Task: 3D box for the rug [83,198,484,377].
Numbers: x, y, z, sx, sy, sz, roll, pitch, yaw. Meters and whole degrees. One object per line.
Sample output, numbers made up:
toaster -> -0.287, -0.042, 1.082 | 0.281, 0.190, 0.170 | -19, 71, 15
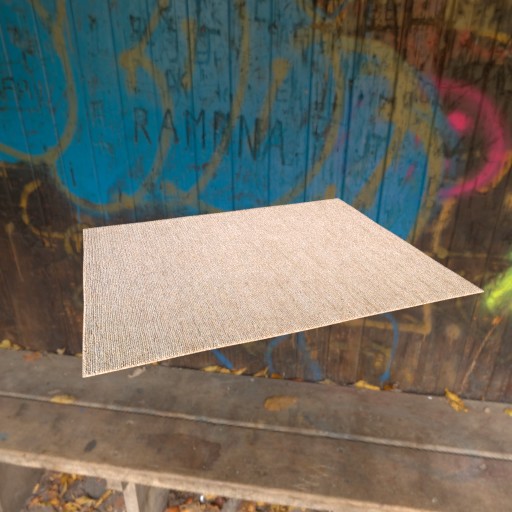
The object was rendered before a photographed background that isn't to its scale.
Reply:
rug -> 0.000, 0.000, 4.117 | 3.034, 0.012, 2.406 | -9, 28, -17
